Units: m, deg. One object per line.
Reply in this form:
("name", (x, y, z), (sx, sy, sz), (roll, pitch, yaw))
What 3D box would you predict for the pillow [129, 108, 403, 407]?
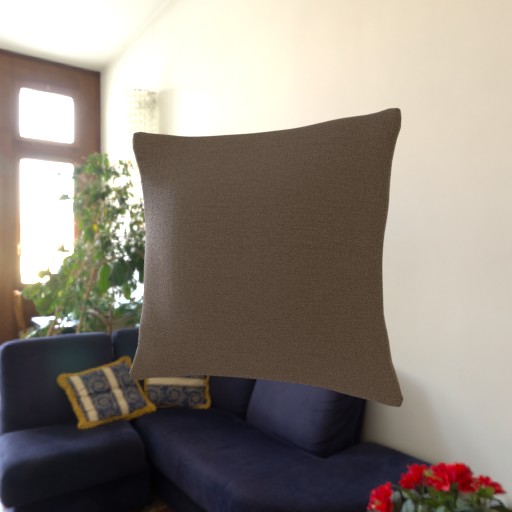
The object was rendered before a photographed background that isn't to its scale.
("pillow", (0.000, 0.000, 0.689), (0.435, 0.416, 0.189), (0, 0, 18))
